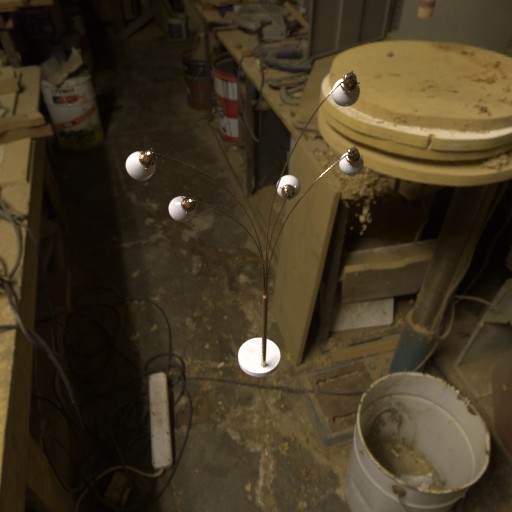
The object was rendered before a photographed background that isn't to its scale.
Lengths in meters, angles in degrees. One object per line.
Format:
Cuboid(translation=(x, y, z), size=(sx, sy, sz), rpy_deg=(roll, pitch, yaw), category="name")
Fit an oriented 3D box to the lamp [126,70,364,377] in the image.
Cuboid(translation=(0.000, 0.000, 2.993), size=(1.405, 2.423, 0.361), rpy_deg=(-11, 44, -12), category="lamp")
